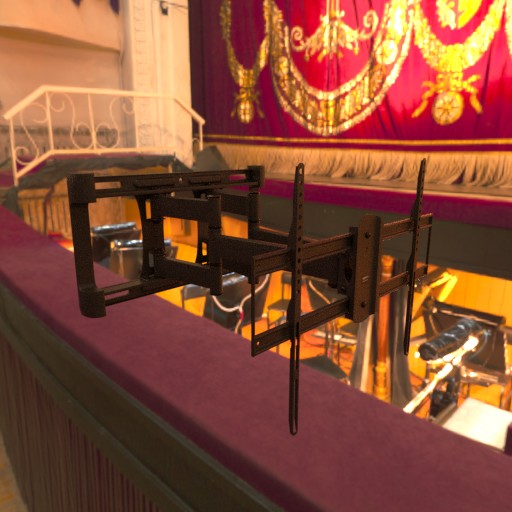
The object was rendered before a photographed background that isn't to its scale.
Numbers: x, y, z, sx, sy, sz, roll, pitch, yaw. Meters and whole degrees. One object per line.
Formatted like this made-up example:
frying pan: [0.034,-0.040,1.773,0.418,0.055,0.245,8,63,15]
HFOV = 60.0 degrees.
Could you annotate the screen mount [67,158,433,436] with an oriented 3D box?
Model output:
screen mount: [0.000,0.000,1.128,0.644,0.491,0.661,13,19,43]
